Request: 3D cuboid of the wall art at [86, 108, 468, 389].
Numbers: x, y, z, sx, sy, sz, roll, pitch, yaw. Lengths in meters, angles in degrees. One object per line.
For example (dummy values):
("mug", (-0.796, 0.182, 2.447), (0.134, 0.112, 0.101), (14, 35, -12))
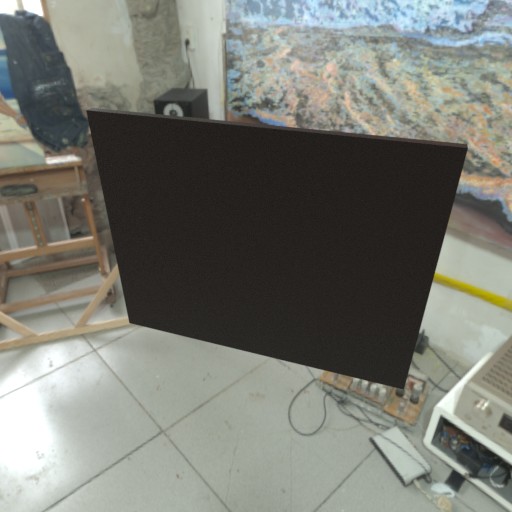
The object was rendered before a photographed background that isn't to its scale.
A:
("wall art", (0.000, 0.000, 1.616), (1.207, 0.952, 0.034), (10, 34, 15))
